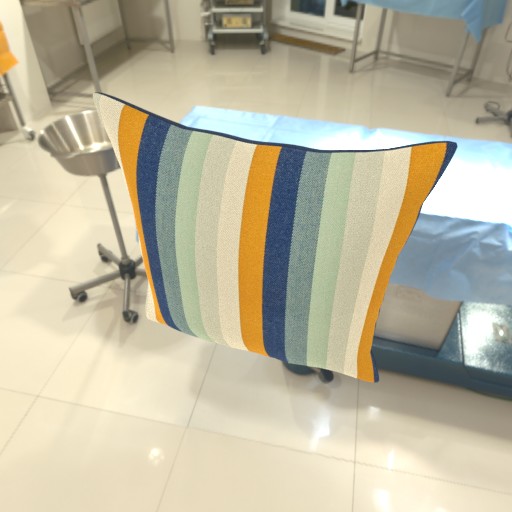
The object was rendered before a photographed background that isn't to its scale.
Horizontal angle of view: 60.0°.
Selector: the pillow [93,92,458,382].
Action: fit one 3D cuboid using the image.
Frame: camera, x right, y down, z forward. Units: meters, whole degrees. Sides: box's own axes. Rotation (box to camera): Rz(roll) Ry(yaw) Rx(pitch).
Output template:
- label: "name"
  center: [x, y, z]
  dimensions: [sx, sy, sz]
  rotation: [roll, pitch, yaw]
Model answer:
- label: "pillow"
  center: [0.000, 0.000, 0.685]
  dimensions: [0.463, 0.454, 0.173]
  rotation: [13, 43, 14]
